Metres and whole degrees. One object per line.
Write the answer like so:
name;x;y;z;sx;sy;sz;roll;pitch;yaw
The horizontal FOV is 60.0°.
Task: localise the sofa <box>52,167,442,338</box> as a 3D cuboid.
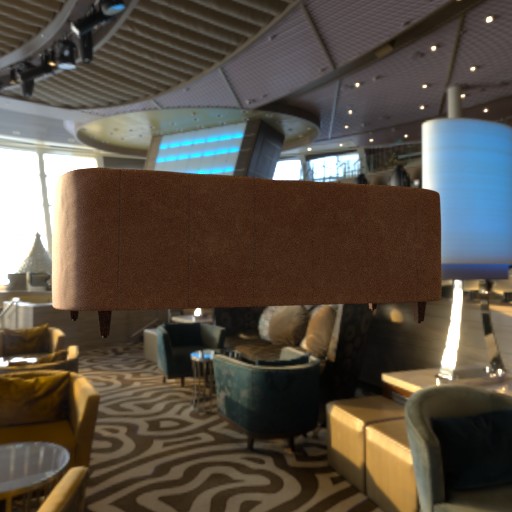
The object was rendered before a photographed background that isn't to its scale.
sofa;0.000;0.000;2.670;2.257;0.791;0.922;0;-2;-18
